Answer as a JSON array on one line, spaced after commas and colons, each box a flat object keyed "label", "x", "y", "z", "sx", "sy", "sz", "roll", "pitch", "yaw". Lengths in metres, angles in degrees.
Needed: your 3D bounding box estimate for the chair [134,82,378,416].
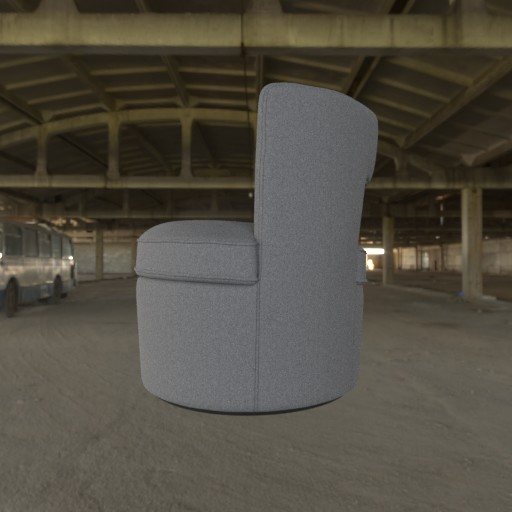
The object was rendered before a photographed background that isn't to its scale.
[{"label": "chair", "x": 0.000, "y": 0.000, "z": 1.245, "sx": 0.660, "sy": 0.719, "sz": 0.689, "roll": 0, "pitch": -1, "yaw": 0}]
